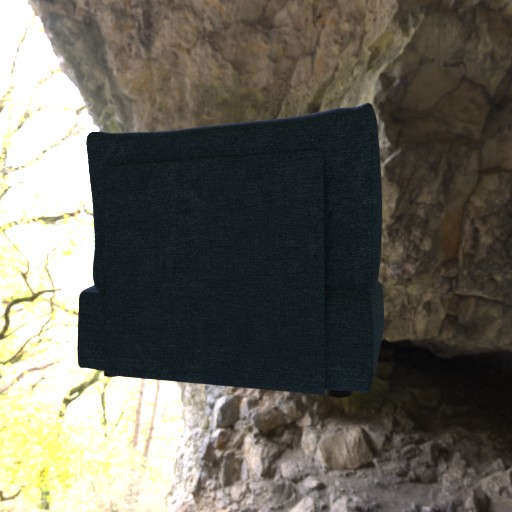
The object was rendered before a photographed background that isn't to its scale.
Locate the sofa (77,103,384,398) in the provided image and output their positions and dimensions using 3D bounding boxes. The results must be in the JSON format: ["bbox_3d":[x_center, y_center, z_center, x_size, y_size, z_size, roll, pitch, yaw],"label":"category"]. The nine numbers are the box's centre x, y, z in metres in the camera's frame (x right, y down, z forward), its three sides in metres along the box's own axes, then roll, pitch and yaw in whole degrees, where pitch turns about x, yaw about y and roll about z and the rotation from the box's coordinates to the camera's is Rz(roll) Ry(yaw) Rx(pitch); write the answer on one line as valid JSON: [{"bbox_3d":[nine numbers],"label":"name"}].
[{"bbox_3d":[0.000,0.000,1.781,1.000,0.820,1.000,0,-1,18],"label":"sofa"}]
